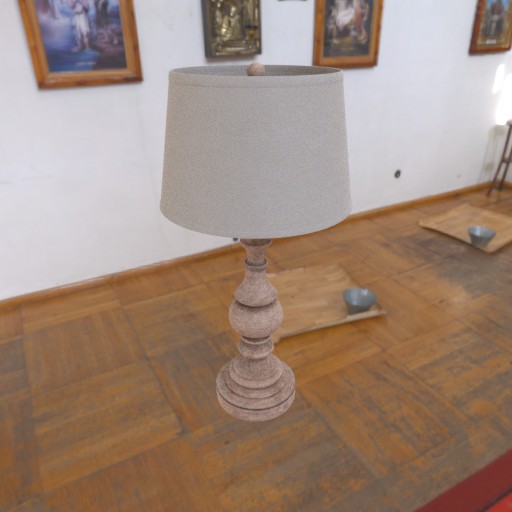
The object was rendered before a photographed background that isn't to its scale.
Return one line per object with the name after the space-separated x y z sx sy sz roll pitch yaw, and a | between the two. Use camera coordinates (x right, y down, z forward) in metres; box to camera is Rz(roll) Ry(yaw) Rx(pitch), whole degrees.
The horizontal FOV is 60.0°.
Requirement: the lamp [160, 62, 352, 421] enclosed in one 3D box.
0.000 0.000 0.846 0.340 0.678 0.340 0 26 0 | lamp
